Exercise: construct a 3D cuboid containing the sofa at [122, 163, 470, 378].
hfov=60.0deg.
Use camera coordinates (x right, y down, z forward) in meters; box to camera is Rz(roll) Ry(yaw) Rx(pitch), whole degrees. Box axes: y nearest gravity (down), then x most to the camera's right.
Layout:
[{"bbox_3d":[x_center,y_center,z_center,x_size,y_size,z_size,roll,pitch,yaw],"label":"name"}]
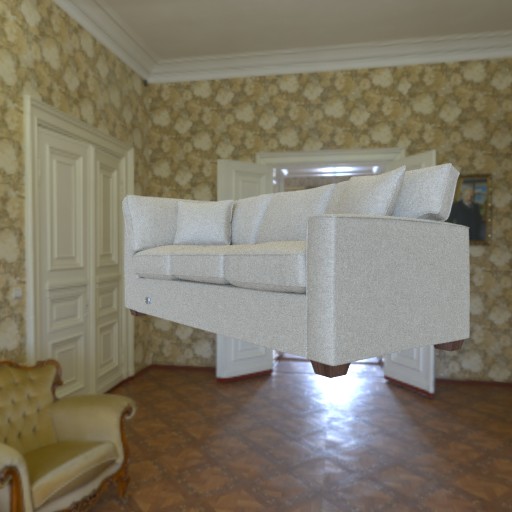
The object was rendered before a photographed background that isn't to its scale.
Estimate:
[{"bbox_3d":[0.000,0.000,2.891,1.053,0.948,2.323,0,0,-36],"label":"sofa"}]
